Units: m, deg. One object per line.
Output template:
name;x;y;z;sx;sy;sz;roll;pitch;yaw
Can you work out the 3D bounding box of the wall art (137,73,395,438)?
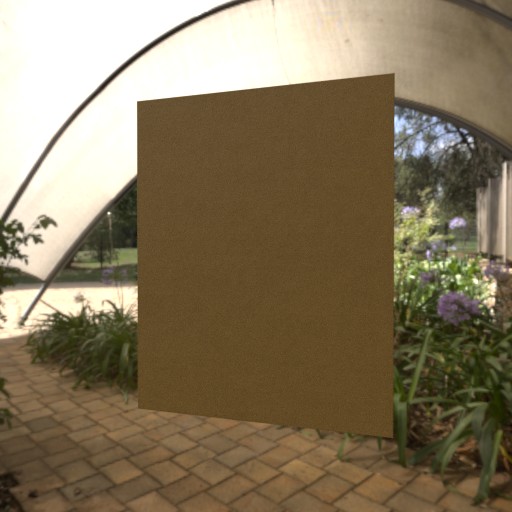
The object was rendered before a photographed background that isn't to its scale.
wall art;0.000;0.000;1.344;0.798;1.002;0.030;0;1;17
